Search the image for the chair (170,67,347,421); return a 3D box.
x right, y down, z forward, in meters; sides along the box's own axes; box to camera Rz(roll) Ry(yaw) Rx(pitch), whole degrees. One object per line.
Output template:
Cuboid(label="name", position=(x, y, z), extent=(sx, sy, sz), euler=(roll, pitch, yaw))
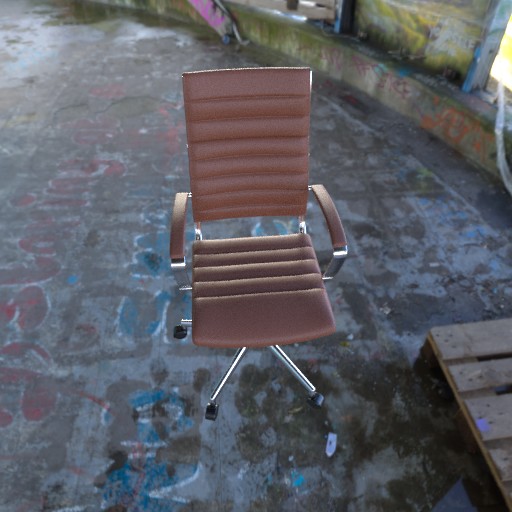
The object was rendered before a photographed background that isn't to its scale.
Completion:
Cuboid(label="chair", position=(0.000, 0.000, 1.675), extent=(0.766, 1.149, 0.739), euler=(-4, 45, -4))
